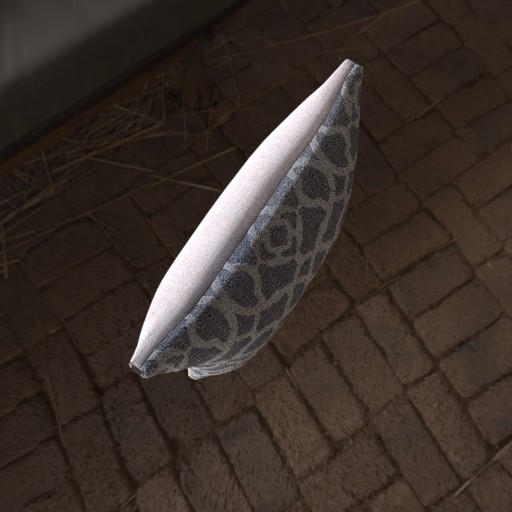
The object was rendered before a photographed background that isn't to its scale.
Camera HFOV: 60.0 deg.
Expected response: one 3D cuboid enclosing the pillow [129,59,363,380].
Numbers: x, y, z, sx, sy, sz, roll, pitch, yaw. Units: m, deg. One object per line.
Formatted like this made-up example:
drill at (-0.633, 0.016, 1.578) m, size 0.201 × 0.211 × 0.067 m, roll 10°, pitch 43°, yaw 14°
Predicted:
pillow at (0.000, 0.000, 0.796) m, size 0.215 × 0.498 × 0.508 m, roll 32°, pitch 77°, yaw 8°
